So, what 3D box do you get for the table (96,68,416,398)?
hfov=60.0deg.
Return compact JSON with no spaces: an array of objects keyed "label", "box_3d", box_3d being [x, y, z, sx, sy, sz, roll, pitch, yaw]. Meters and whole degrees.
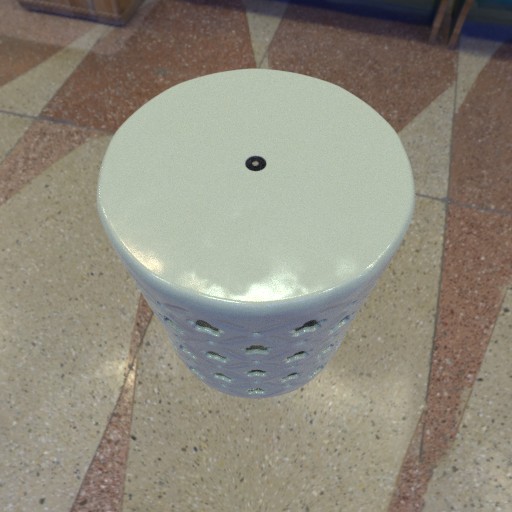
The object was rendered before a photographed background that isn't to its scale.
[{"label":"table","box_3d":[0.000,0.000,0.649,0.352,0.387,0.352,0,58,0]}]
